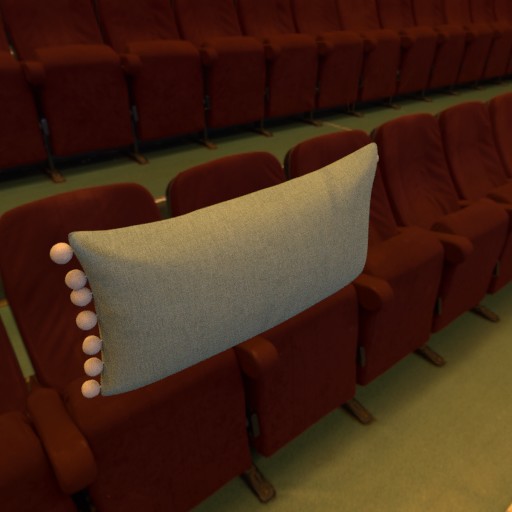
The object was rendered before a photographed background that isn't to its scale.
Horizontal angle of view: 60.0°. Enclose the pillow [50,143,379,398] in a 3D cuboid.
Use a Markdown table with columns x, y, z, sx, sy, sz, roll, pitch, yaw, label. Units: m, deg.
| x | y | z | sx | sy | sz | roll | pitch | yaw | label |
| --- | --- | --- | --- | --- | --- | --- | --- | --- | --- |
| 0.000 | 0.000 | 0.842 | 0.709 | 0.322 | 0.201 | -21 | 36 | -33 | pillow |
